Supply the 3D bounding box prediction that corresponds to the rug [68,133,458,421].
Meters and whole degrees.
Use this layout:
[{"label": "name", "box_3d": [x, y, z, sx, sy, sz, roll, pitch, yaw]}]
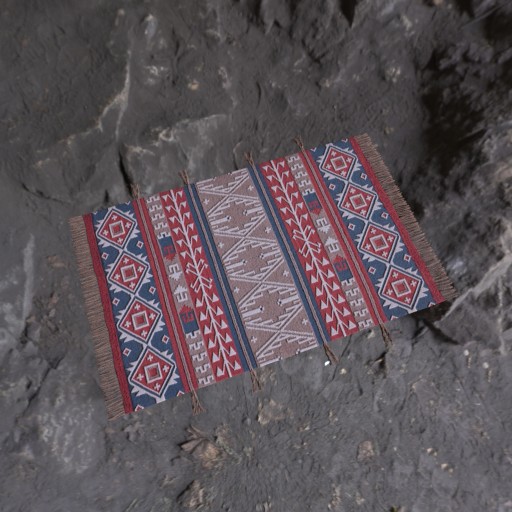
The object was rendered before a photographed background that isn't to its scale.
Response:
[{"label": "rug", "box_3d": [0.000, 0.000, 2.606, 2.025, 0.040, 1.469, -18, 67, -8]}]
